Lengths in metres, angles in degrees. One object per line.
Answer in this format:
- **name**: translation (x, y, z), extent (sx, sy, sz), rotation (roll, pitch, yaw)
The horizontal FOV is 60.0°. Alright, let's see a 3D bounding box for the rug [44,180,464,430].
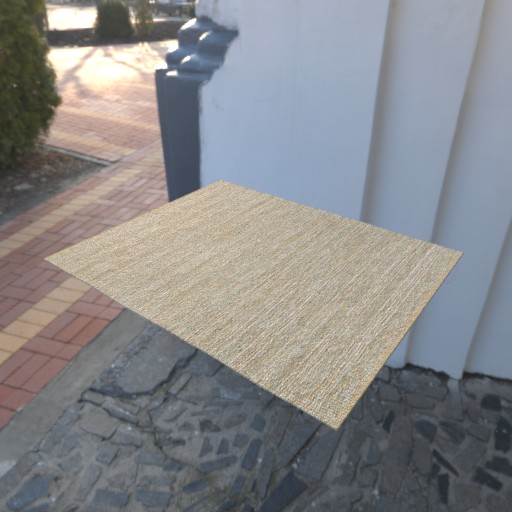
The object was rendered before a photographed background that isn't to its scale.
- **rug**: translation (0.000, 0.000, 4.113), extent (3.034, 0.012, 2.471), rotation (22, 37, 31)
